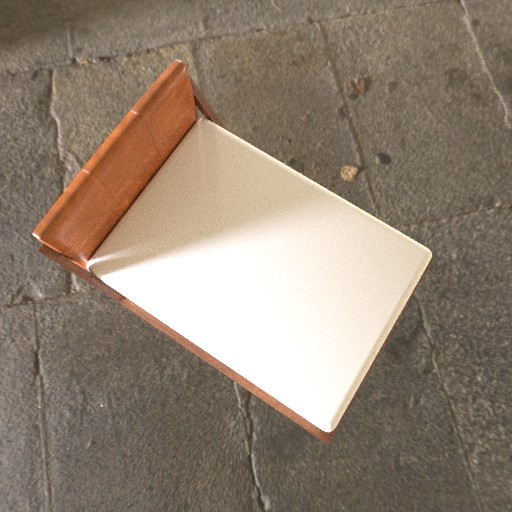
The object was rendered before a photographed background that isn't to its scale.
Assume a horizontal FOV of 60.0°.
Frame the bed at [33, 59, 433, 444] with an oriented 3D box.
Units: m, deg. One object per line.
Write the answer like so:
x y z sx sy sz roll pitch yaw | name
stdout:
0.000 0.000 3.240 2.311 1.168 1.651 32 77 8 | bed
